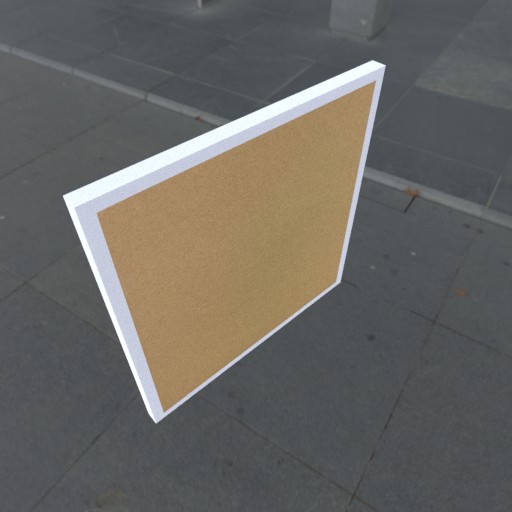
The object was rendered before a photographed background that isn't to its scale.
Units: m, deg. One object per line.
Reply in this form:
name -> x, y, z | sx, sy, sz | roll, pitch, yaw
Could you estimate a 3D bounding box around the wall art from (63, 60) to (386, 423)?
wall art -> 0.000, 0.000, 1.122 | 0.763, 0.761, 0.038 | -33, 54, -28
